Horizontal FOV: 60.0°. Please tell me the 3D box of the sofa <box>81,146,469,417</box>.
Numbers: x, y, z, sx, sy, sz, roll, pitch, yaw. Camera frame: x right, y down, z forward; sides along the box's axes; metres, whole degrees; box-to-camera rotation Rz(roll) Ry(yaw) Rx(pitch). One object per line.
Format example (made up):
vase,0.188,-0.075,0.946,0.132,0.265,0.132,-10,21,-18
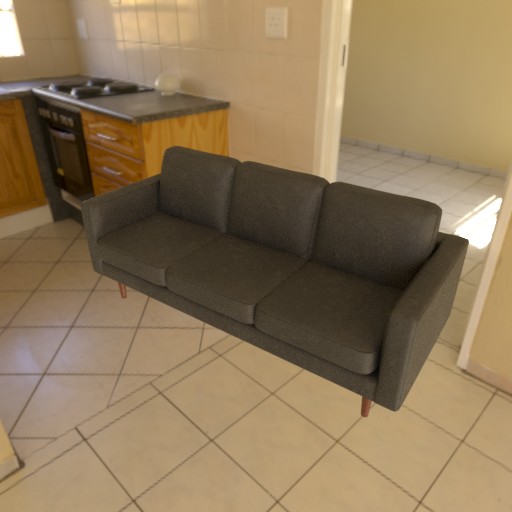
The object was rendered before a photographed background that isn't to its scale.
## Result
sofa,0.000,0.000,2.543,2.029,0.899,0.879,19,34,30
